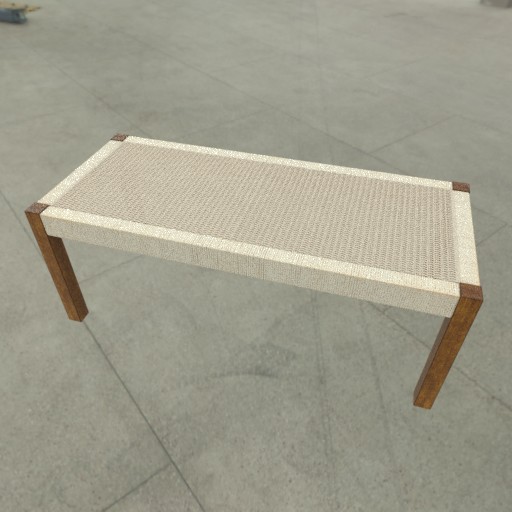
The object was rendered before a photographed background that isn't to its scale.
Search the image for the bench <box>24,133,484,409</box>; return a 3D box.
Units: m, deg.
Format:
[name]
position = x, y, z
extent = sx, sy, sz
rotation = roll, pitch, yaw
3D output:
[bench]
position = 0.000, 0.000, 1.438
extent = 1.198, 0.457, 0.507
rotation = 11, 42, 12
